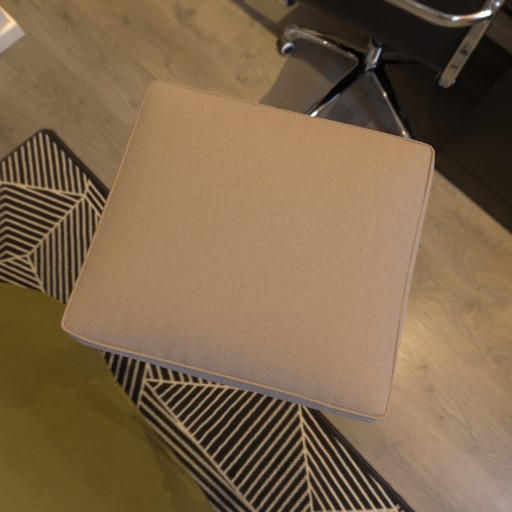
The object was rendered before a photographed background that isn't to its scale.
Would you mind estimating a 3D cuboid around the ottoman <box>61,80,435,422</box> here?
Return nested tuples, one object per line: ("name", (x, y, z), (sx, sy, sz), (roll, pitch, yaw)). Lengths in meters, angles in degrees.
("ottoman", (0.000, 0.000, 1.145), (0.721, 0.505, 0.662), (15, 77, 4))
